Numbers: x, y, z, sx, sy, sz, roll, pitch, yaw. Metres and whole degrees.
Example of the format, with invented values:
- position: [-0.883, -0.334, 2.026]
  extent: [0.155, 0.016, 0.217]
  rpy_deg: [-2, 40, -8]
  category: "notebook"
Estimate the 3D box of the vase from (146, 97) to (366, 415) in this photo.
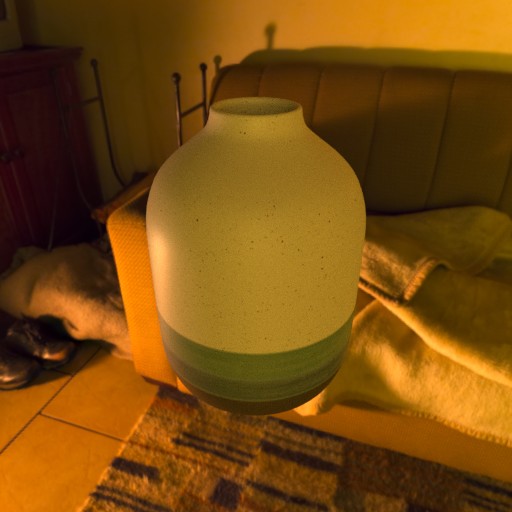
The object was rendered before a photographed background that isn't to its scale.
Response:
- position: [0.000, 0.000, 0.366]
  extent: [0.169, 0.240, 0.169]
  rpy_deg: [0, 30, 0]
  category: "vase"
